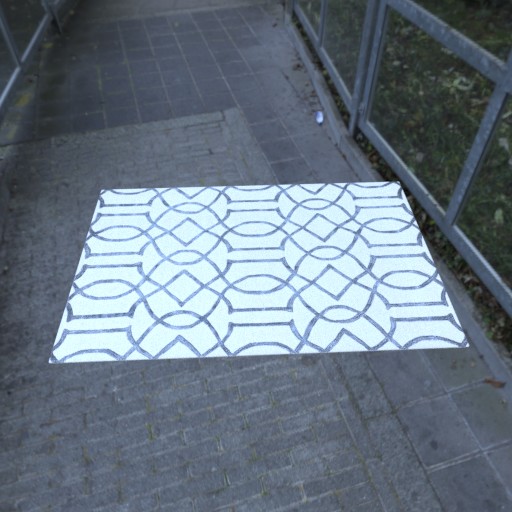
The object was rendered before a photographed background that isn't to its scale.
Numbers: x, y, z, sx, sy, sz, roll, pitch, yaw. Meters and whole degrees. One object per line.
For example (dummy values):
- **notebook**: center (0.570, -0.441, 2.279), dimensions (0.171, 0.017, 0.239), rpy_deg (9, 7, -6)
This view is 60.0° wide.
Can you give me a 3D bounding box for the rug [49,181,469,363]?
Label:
- **rug**: center (0.000, 0.000, 3.000), dimensions (2.365, 0.017, 1.521), rpy_deg (-2, 47, -2)
